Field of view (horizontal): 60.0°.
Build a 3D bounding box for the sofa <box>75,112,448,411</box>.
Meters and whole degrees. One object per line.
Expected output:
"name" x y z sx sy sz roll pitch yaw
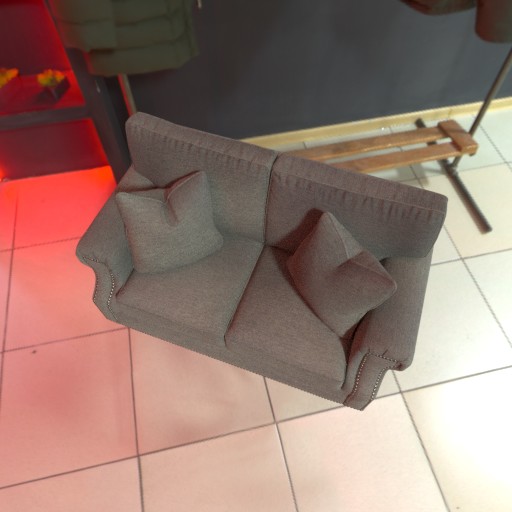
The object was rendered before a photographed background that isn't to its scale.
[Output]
"sofa" 0.000 0.000 2.328 1.701 0.966 0.966 17 59 11
